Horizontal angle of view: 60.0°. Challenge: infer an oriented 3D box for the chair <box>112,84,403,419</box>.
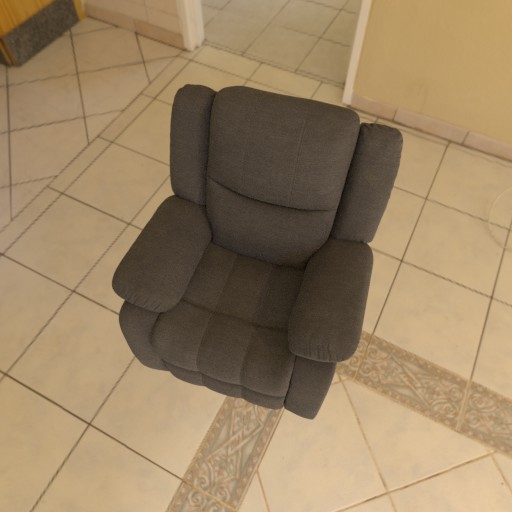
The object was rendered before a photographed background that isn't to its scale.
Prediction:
[{"bbox_3d":[0.000,0.000,1.771,0.899,1.008,0.944,15,60,9],"label":"chair"}]
